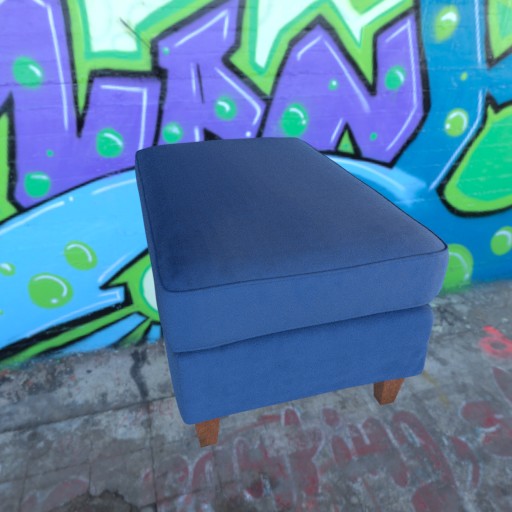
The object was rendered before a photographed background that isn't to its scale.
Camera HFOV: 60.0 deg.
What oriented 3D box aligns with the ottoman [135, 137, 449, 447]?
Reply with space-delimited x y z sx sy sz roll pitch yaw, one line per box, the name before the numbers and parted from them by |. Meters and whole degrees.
ottoman | 0.000 0.000 1.240 0.583 0.484 0.862 -8 31 -14
